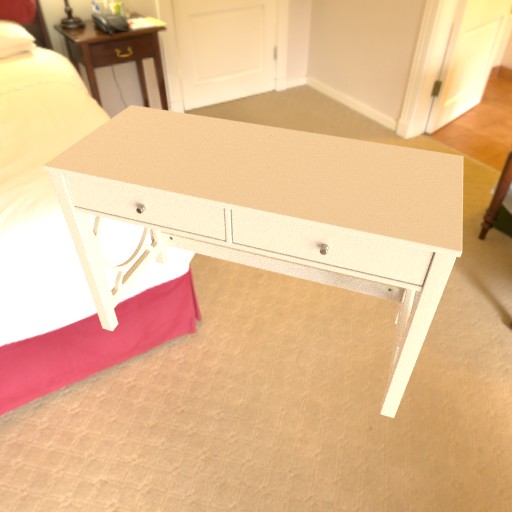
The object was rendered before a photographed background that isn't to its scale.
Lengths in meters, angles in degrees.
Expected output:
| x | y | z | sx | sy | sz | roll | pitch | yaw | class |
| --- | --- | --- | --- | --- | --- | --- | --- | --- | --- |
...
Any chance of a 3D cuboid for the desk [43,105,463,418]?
| x | y | z | sx | sy | sz | roll | pitch | yaw | class |
| --- | --- | --- | --- | --- | --- | --- | --- | --- | --- |
| 0.000 | 0.000 | 1.601 | 1.191 | 0.762 | 0.504 | 13 | 42 | 15 | desk |
